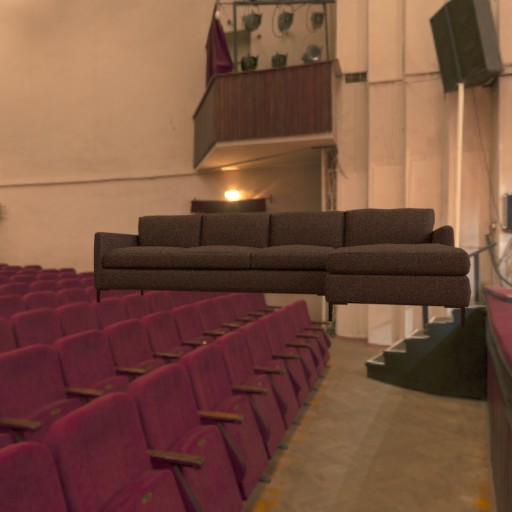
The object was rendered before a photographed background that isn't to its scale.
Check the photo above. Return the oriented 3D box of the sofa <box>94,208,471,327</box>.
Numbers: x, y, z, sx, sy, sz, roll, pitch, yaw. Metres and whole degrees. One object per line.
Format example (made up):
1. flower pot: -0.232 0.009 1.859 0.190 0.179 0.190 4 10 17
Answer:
1. sofa: 0.000 0.000 3.882 3.221 0.892 1.483 0 0 17
